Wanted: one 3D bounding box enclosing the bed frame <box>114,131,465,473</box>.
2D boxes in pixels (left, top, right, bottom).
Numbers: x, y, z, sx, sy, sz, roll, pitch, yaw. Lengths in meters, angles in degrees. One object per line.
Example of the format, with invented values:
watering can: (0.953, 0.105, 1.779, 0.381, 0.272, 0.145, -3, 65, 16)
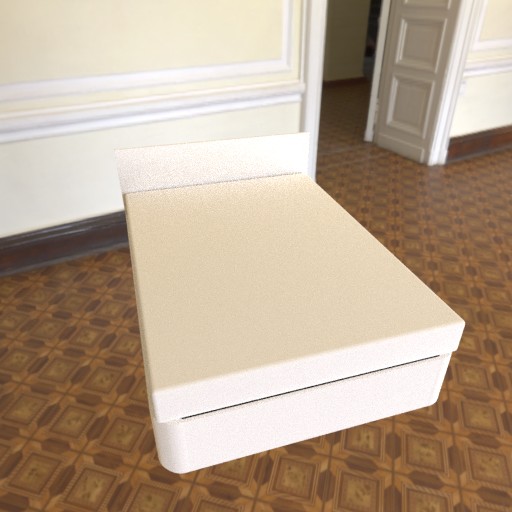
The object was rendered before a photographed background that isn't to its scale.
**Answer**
bed frame: (0.000, 0.000, 2.572, 1.400, 0.800, 1.900, -9, 33, -14)
